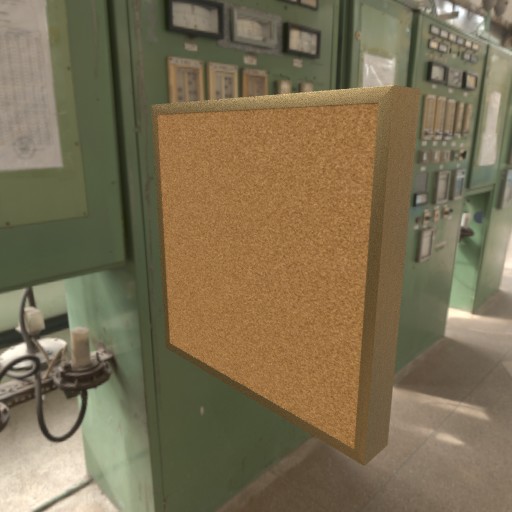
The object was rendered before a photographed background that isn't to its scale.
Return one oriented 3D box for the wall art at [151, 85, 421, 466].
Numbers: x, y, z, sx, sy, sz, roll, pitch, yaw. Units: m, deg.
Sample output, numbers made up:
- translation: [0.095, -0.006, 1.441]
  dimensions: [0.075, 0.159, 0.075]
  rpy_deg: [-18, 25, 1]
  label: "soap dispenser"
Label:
- translation: [0.000, 0.000, 0.455]
  dimensions: [0.038, 0.305, 0.304]
  rpy_deg: [-15, 21, -42]
  label: "wall art"
